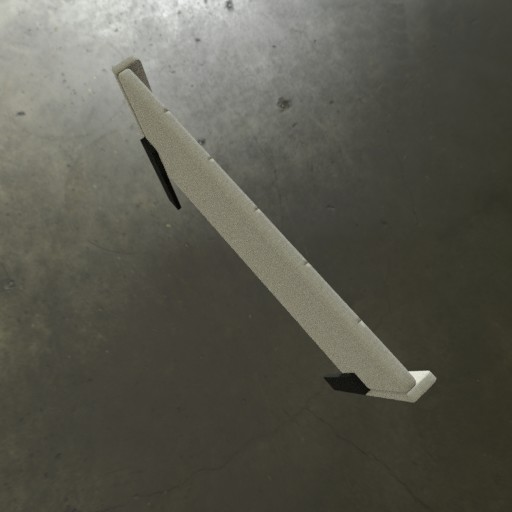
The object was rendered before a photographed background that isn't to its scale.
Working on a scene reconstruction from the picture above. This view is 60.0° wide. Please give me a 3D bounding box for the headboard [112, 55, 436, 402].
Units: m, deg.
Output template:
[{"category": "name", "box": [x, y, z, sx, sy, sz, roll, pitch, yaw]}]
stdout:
[{"category": "headboard", "box": [0.000, 0.000, 2.701, 0.184, 1.524, 2.051, -40, 78, -10]}]
